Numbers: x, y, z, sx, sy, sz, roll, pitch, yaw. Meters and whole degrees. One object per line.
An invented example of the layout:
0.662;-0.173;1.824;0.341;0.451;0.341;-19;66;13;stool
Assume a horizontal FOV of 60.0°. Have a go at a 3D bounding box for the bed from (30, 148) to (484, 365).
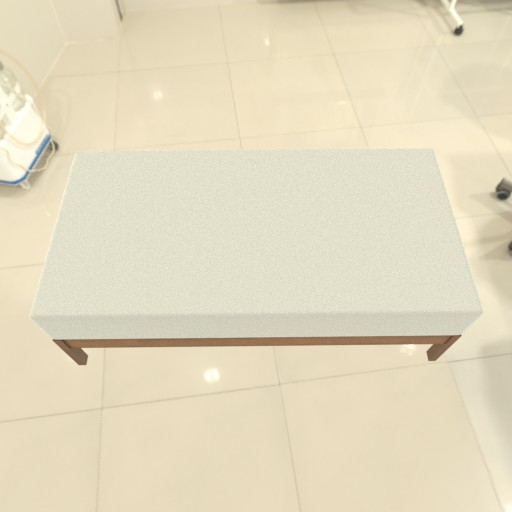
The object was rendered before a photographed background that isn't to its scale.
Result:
0.000;0.000;2.341;1.902;0.616;0.961;-1;58;0;bed
